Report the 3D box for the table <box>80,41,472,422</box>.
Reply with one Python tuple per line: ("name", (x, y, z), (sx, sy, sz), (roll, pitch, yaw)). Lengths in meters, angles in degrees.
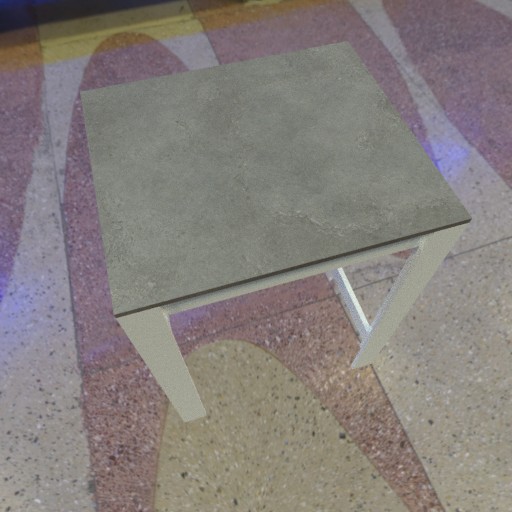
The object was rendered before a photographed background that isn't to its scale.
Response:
("table", (0.000, 0.000, 1.541), (0.800, 1.020, 0.700), (-15, 59, -9))
